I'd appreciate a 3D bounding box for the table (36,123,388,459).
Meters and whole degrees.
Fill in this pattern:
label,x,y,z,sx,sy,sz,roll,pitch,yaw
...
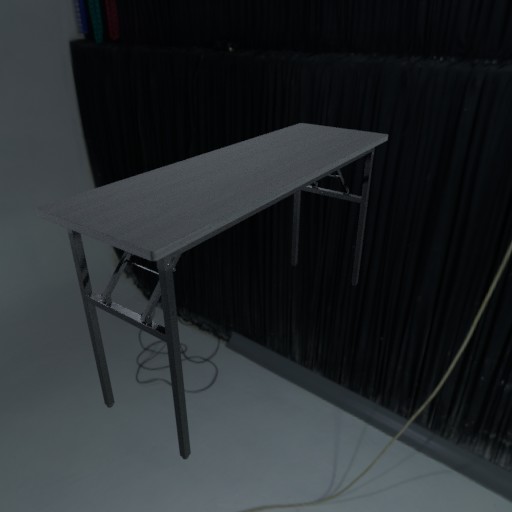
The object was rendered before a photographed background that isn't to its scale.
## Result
label,x,y,z,sx,sy,sz,roll,pitch,yaw
table,0.000,0.000,1.740,0.449,0.750,1.399,18,33,31
